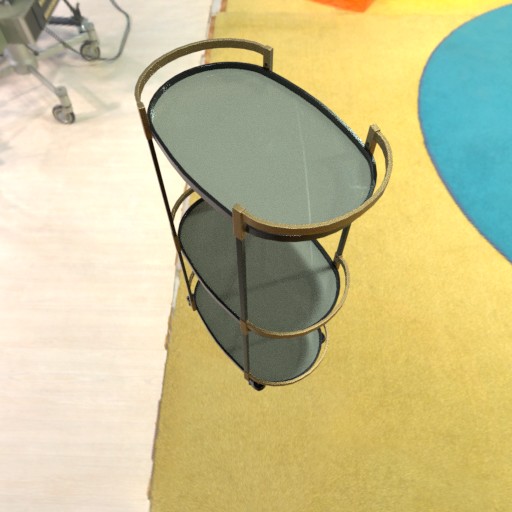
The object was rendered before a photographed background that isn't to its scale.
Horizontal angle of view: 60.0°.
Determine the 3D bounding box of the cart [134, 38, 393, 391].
[{"bbox_3d":[0.000,0.000,1.134,0.311,0.885,0.515,-33,63,-19],"label":"cart"}]
